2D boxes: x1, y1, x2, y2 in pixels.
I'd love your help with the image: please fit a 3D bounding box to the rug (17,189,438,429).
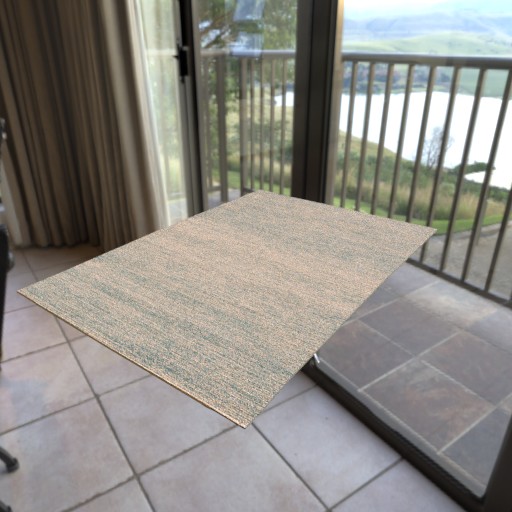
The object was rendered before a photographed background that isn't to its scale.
[{"bbox_3d":[0.000,0.000,2.852,1.613,0.030,2.306,18,32,32],"label":"rug"}]
